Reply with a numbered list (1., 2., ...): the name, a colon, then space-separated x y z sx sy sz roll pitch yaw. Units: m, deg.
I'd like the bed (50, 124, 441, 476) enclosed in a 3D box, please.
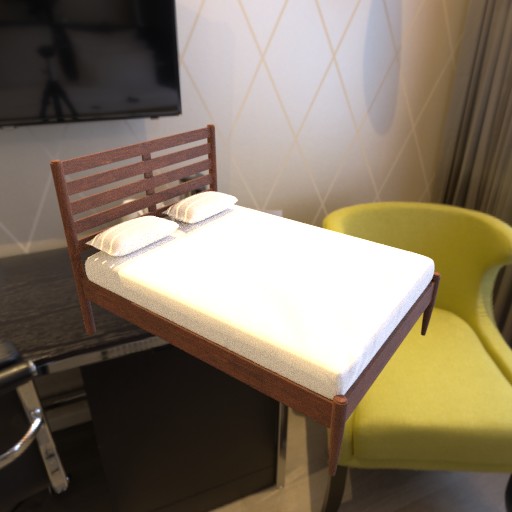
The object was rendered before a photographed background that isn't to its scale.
1. bed: 0.000 0.000 3.022 2.093 1.304 1.509 19 32 32
